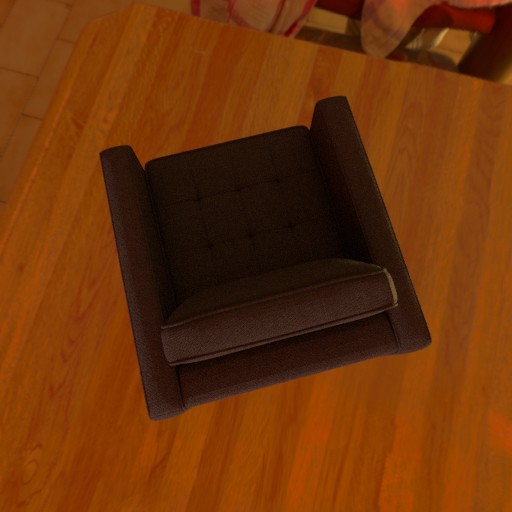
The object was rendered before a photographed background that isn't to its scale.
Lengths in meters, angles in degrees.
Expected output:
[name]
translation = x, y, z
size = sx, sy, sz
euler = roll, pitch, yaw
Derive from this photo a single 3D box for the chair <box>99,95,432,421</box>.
[chair]
translation = 0.000, 0.000, 1.613
size = 0.899, 0.770, 0.919
euler = -14, 76, -4
